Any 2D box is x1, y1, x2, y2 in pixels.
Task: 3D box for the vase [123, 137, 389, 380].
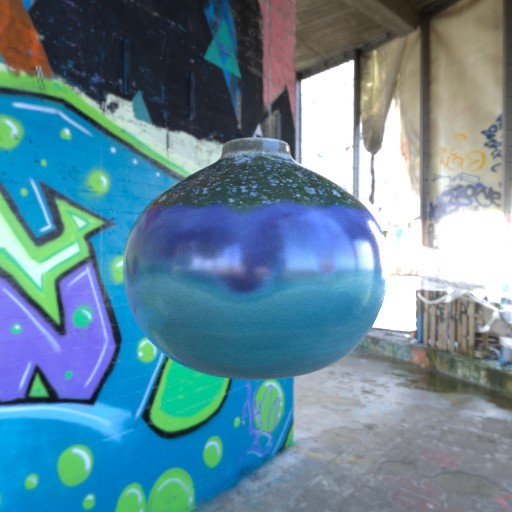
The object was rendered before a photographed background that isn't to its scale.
[{"bbox_3d":[0.000,0.000,0.267,0.154,0.133,0.154,0,0,0],"label":"vase"}]
